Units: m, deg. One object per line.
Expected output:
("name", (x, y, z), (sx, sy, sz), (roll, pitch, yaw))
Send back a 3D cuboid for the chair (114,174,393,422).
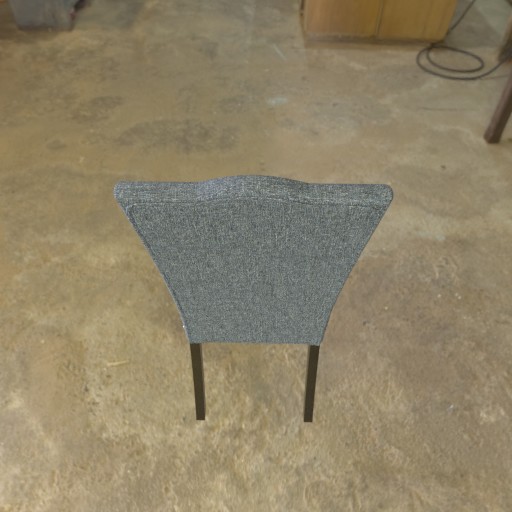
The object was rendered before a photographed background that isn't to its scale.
("chair", (0.000, 0.000, 1.282), (0.518, 0.946, 0.589), (1, 47, 1))
